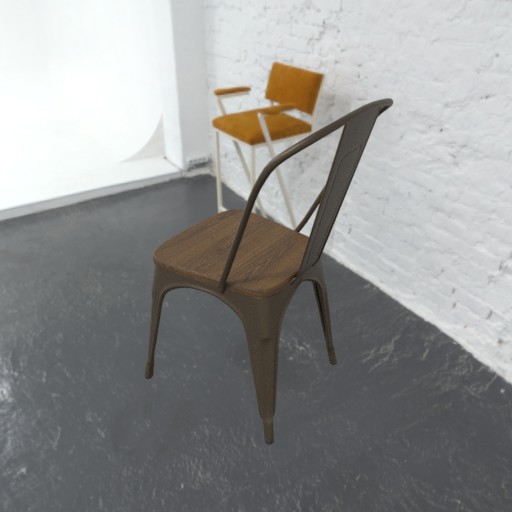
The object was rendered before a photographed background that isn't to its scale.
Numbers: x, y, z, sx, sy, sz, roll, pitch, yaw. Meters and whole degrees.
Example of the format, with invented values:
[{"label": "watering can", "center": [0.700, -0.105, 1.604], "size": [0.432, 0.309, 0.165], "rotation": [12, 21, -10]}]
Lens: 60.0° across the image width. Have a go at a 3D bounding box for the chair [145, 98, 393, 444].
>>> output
[{"label": "chair", "center": [0.000, 0.000, 1.169], "size": [0.532, 0.844, 0.451], "rotation": [21, 37, 31]}]
